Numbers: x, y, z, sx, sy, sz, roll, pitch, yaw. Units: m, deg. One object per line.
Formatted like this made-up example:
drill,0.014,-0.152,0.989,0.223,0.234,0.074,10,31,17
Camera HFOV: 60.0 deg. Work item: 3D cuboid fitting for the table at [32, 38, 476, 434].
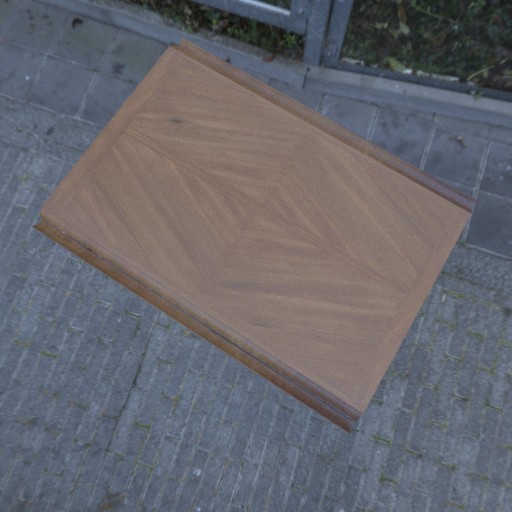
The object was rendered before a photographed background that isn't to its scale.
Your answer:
table,0.000,0.000,1.641,0.967,0.981,0.701,32,78,8
